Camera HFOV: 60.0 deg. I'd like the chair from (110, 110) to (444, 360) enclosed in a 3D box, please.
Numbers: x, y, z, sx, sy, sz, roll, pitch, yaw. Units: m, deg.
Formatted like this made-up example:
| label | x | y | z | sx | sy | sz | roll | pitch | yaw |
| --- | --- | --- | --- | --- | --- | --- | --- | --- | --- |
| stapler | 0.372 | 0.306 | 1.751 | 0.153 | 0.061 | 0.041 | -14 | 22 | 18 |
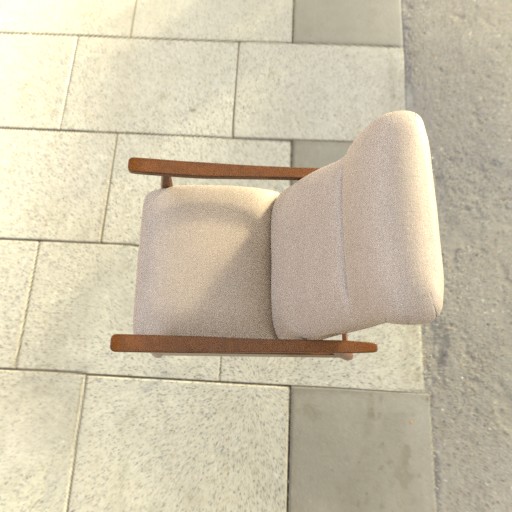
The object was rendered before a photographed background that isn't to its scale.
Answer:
| label | x | y | z | sx | sy | sz | roll | pitch | yaw |
| --- | --- | --- | --- | --- | --- | --- | --- | --- | --- |
| chair | 0.000 | 0.000 | 1.750 | 1.030 | 1.082 | 0.762 | 1 | 74 | 0 |
